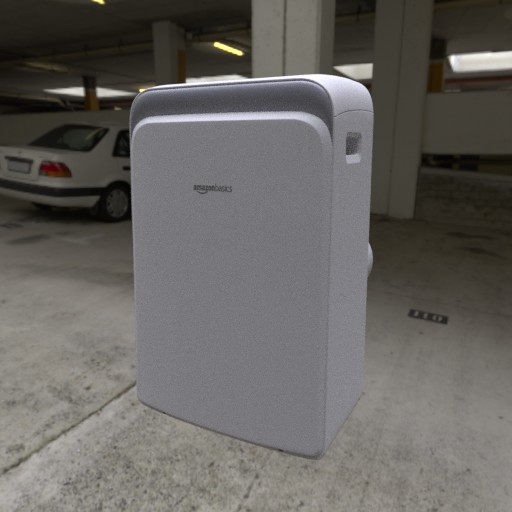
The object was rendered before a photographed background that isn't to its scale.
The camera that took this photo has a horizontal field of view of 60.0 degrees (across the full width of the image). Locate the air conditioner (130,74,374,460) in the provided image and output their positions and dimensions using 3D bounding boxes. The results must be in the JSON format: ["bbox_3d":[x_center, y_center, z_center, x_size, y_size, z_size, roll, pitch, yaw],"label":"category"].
[{"bbox_3d":[0.000,0.000,0.938,0.454,0.700,0.365,7,16,26],"label":"air conditioner"}]
